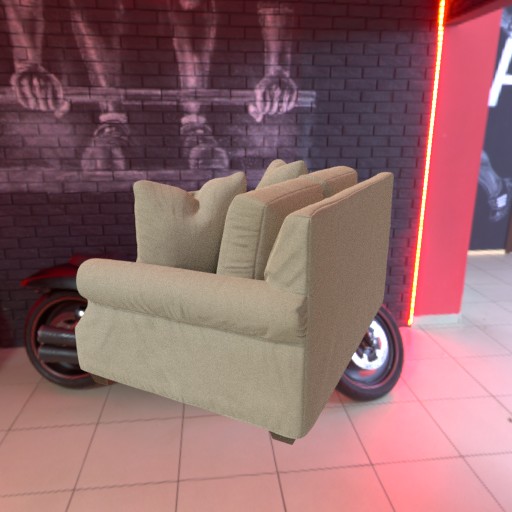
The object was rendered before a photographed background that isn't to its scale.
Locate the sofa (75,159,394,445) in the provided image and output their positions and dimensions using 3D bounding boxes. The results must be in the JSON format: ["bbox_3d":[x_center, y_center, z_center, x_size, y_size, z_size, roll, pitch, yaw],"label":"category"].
[{"bbox_3d":[0.000,0.000,2.209,1.070,0.905,1.550,8,18,25],"label":"sofa"}]
